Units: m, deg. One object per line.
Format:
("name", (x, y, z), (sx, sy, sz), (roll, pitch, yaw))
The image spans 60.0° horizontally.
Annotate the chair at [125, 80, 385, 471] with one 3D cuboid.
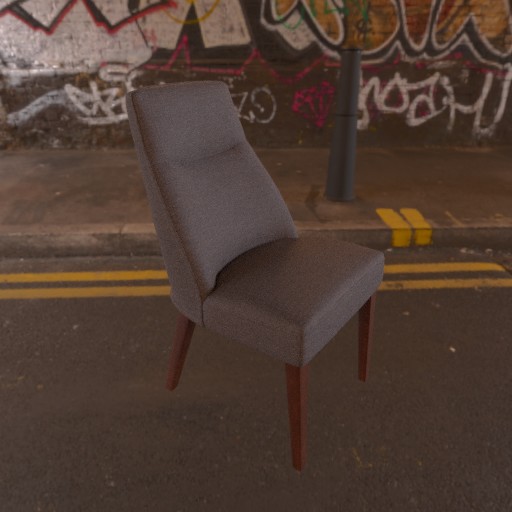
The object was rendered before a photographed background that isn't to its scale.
("chair", (0.000, 0.000, 1.304), (0.620, 0.930, 0.500), (17, 31, 32))
